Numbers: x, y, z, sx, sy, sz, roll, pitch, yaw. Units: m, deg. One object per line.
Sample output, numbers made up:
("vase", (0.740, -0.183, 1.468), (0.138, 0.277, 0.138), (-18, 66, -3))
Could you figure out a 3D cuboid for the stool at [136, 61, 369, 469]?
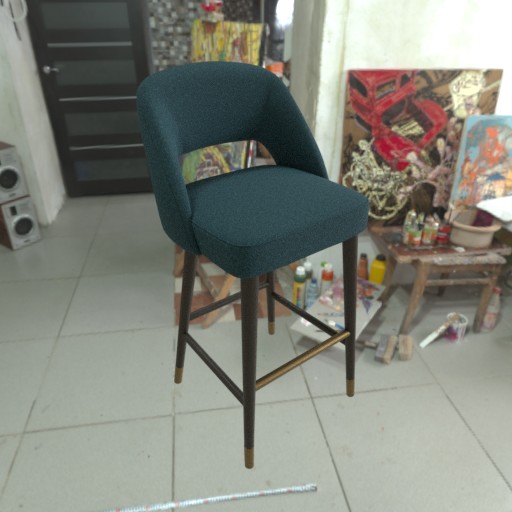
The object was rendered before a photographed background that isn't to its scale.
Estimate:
("stool", (0.000, 0.000, 1.326), (0.536, 1.032, 0.522), (-21, 36, -32))
